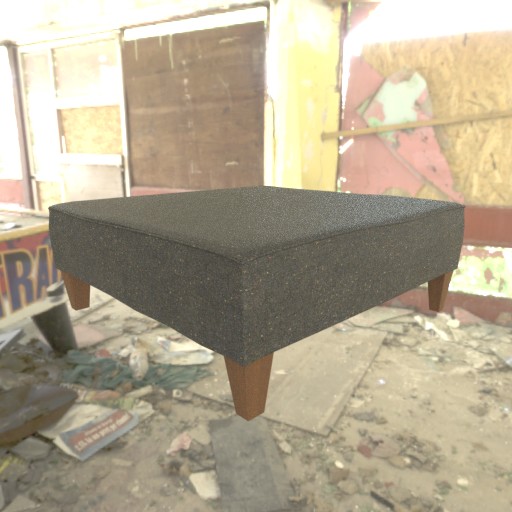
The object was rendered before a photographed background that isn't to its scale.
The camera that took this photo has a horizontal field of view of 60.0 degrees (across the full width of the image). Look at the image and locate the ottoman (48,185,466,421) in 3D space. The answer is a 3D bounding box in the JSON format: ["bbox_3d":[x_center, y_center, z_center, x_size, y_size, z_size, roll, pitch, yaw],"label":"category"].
[{"bbox_3d":[0.000,0.000,1.495,1.004,0.382,0.968,-13,19,-42],"label":"ottoman"}]
